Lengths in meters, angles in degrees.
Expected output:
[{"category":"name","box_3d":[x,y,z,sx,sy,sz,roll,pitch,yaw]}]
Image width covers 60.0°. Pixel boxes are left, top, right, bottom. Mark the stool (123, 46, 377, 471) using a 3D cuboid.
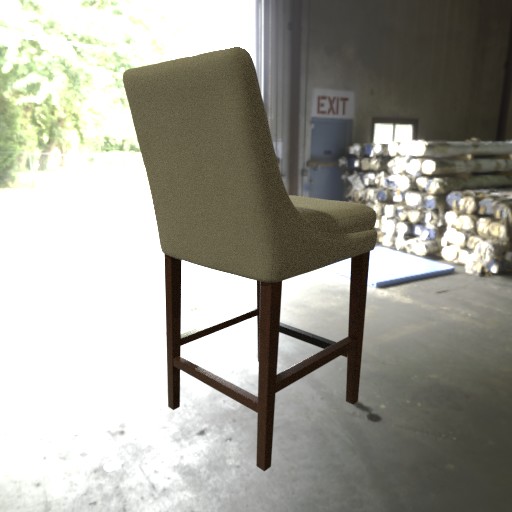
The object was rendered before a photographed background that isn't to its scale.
[{"category":"stool","box_3d":[0.000,0.000,1.263,0.470,0.981,0.577,13,19,42]}]
